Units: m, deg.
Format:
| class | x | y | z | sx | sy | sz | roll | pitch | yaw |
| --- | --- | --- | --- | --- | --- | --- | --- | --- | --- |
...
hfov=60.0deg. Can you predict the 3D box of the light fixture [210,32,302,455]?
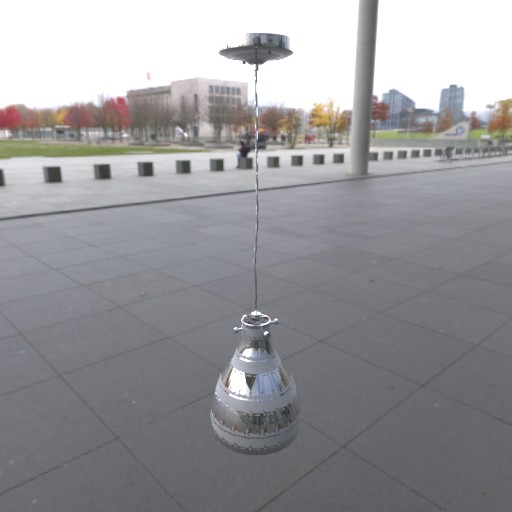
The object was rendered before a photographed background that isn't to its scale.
| class | x | y | z | sx | sy | sz | roll | pitch | yaw |
| --- | --- | --- | --- | --- | --- | --- | --- | --- | --- |
| light fixture | 0.000 | 0.000 | 1.641 | 0.374 | 1.457 | 0.374 | -8 | 17 | -27 |
